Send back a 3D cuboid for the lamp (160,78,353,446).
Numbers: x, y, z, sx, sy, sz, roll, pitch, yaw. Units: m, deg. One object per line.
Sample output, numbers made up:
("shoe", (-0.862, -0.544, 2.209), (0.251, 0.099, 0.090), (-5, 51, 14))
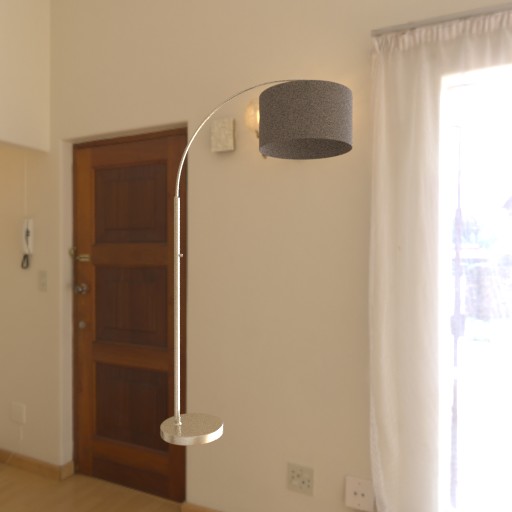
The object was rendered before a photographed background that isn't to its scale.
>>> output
("lamp", (0.000, 0.000, 2.174), (0.934, 1.735, 0.452), (0, 0, 0))
